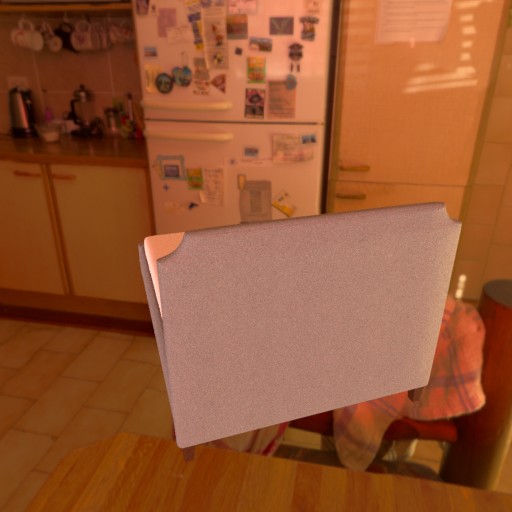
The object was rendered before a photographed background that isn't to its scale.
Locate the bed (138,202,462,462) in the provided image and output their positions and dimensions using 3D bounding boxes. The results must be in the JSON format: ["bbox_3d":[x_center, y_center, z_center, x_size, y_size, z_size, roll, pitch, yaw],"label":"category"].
[{"bbox_3d":[0.000,0.000,3.499,1.712,1.443,2.372,-8,26,-17],"label":"bed"}]
